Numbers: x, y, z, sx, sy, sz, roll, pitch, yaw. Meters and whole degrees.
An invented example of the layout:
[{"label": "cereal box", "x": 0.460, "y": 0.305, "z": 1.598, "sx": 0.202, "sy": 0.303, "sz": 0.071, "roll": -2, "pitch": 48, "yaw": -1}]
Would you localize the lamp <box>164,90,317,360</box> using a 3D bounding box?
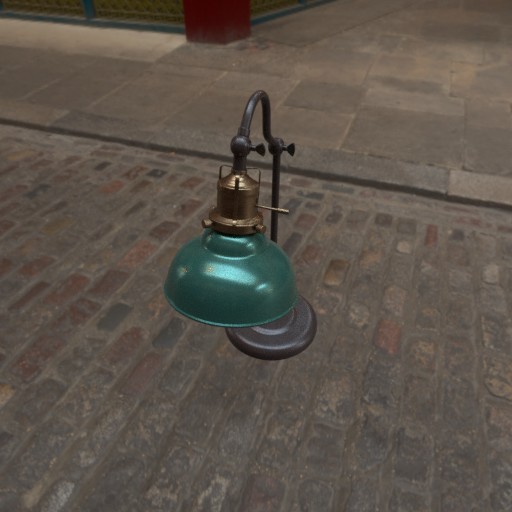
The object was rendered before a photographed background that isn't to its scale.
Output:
[{"label": "lamp", "x": 0.000, "y": 0.000, "z": 0.691, "sx": 0.192, "sy": 0.508, "sz": 0.374, "roll": 13, "pitch": 42, "yaw": 15}]
